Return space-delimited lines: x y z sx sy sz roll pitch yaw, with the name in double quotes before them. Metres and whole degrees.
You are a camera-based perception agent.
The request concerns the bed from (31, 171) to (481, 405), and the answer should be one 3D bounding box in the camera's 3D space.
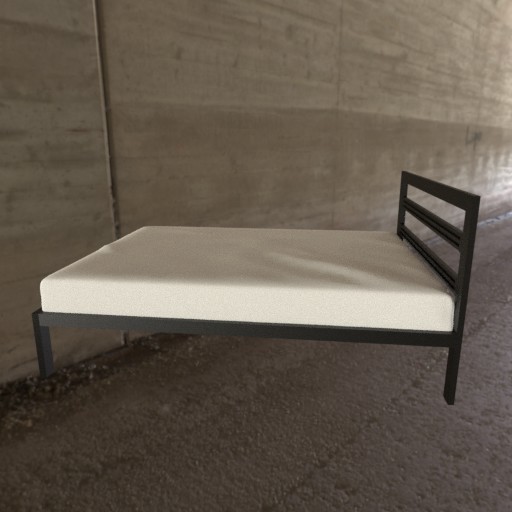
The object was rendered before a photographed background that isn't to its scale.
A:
"bed" 0.000 0.000 2.781 2.062 0.967 1.524 2 15 7
